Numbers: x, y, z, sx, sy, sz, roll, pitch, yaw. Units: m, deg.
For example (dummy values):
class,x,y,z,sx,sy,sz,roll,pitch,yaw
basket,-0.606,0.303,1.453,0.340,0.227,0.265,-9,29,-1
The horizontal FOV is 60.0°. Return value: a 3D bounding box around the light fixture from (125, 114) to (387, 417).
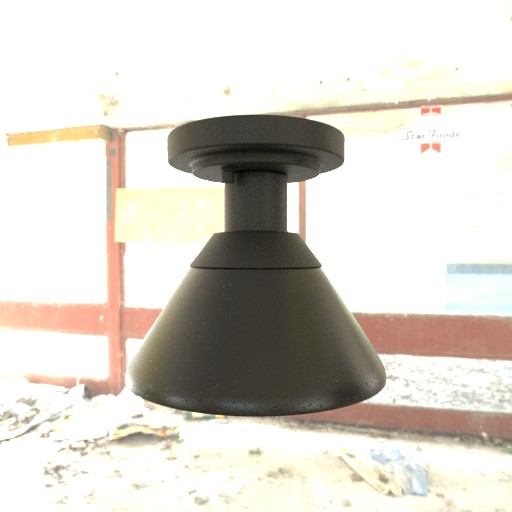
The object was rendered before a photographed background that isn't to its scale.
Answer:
class,x,y,z,sx,sy,sz,roll,pitch,yaw
light fixture,0.000,0.000,0.354,0.200,0.183,0.200,0,0,0
